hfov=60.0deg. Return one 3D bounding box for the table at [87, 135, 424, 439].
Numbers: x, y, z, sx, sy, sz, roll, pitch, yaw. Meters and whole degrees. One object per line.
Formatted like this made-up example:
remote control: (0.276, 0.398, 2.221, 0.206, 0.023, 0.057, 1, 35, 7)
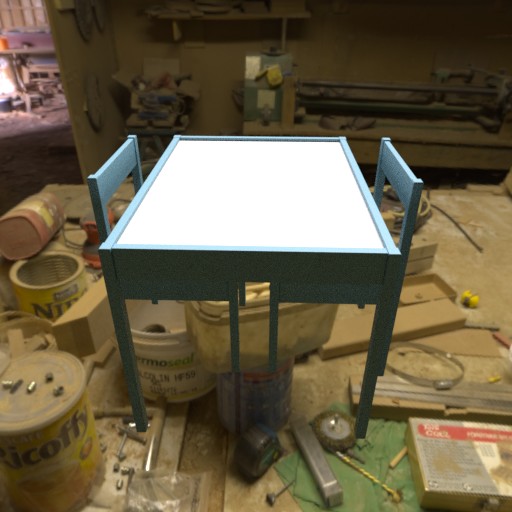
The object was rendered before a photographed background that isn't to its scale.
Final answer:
table: (0.000, 0.000, 1.078, 0.633, 0.503, 0.639, 1, 31, 2)
